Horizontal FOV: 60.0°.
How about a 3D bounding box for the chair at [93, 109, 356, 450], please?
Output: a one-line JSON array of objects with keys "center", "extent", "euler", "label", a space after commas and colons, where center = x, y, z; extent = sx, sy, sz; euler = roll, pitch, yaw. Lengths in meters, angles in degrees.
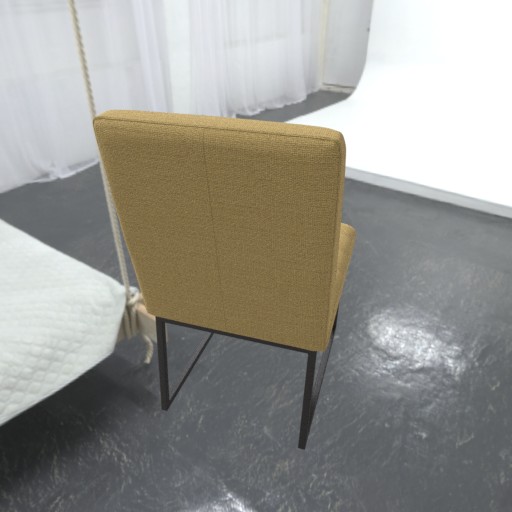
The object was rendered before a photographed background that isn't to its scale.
[{"center": [0.000, 0.000, 1.306], "extent": [0.520, 0.930, 0.634], "euler": [10, 33, 15], "label": "chair"}]
